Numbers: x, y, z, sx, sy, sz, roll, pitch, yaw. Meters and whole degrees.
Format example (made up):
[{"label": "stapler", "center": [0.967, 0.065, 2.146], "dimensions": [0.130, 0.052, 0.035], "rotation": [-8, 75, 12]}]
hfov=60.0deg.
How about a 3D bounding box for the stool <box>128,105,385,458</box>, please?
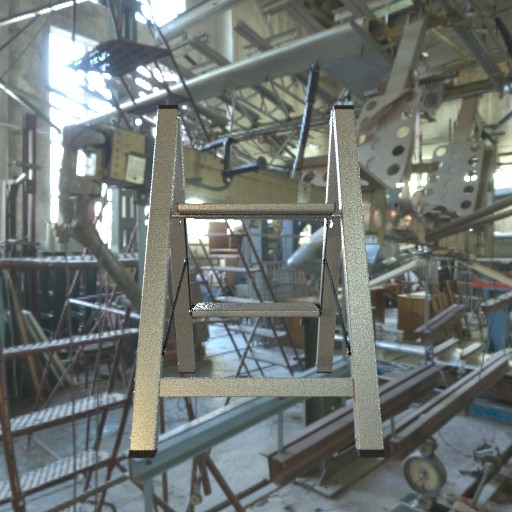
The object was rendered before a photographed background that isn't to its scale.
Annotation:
[{"label": "stool", "center": [0.000, 0.000, 1.006], "dimensions": [0.440, 0.670, 0.535], "rotation": [0, 1, 0]}]
